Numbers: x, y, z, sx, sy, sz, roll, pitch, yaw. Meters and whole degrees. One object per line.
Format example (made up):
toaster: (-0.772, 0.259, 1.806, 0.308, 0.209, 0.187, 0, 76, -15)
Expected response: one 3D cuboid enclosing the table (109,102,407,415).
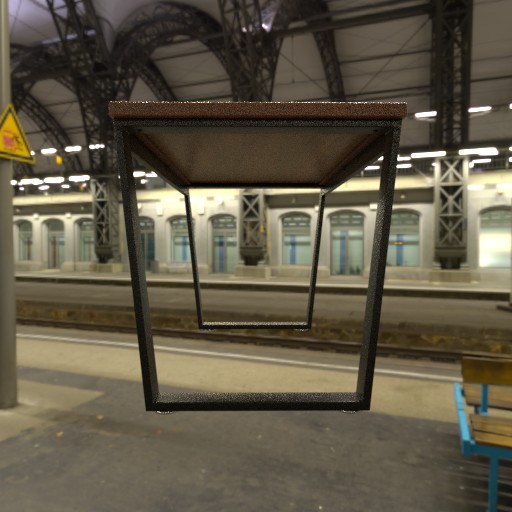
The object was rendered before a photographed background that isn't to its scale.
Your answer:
table: (0.000, 0.000, 1.668, 0.714, 0.760, 1.205, 0, 1, -1)
